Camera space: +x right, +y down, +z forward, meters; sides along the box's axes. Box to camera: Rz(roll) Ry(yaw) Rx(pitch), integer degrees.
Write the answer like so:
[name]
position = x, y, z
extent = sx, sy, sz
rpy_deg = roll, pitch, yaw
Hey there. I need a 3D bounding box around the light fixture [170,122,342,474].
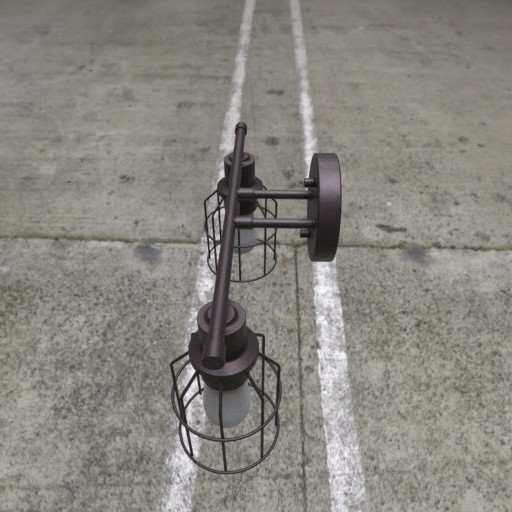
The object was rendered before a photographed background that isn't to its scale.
[light fixture]
position = 0.000, 0.000, 0.524
extent = 0.165, 0.254, 0.406
rpy_deg = 1, 40, 1
